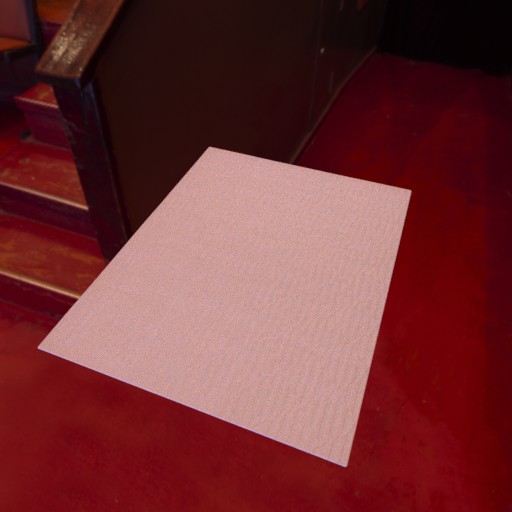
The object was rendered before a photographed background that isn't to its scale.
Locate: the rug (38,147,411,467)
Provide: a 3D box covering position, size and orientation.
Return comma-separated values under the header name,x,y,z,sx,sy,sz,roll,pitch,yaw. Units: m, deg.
name,x,y,z,sx,sy,sz,roll,pitch,yaw
rug,0.000,0.000,4.086,2.410,0.021,3.055,15,47,15
